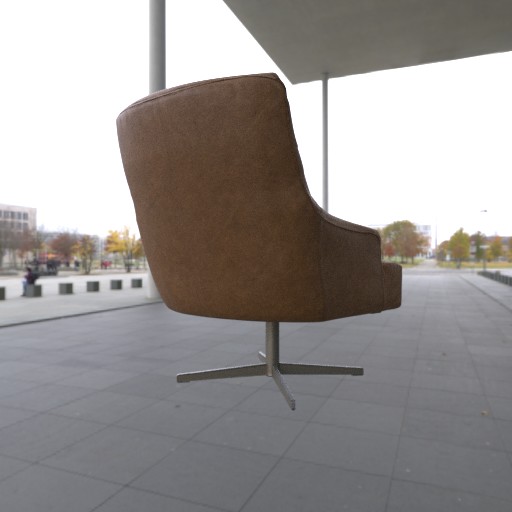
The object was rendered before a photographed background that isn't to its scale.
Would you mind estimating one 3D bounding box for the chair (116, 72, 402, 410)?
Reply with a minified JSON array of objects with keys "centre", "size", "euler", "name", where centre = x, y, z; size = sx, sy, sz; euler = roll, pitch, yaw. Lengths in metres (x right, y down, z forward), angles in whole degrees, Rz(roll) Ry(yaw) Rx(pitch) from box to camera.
[{"centre":[0.000,0.000,1.495],"size":[0.729,0.869,0.874],"euler":[0,-1,37],"name":"chair"}]
